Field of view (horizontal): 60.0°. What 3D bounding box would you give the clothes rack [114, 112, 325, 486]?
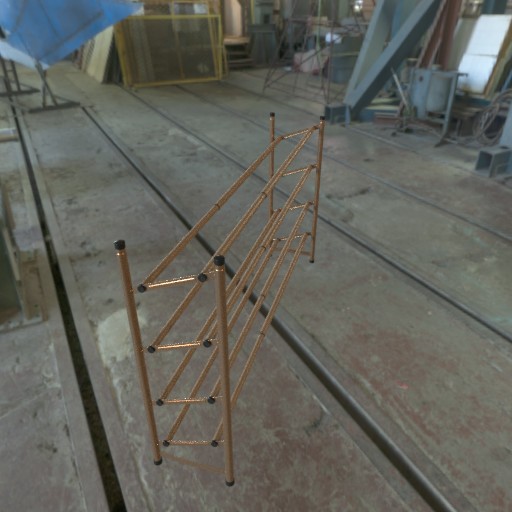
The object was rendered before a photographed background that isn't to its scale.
[{"bbox_3d":[0.000,0.000,1.468,0.229,0.672,1.168,9,31,14],"label":"clothes rack"}]
